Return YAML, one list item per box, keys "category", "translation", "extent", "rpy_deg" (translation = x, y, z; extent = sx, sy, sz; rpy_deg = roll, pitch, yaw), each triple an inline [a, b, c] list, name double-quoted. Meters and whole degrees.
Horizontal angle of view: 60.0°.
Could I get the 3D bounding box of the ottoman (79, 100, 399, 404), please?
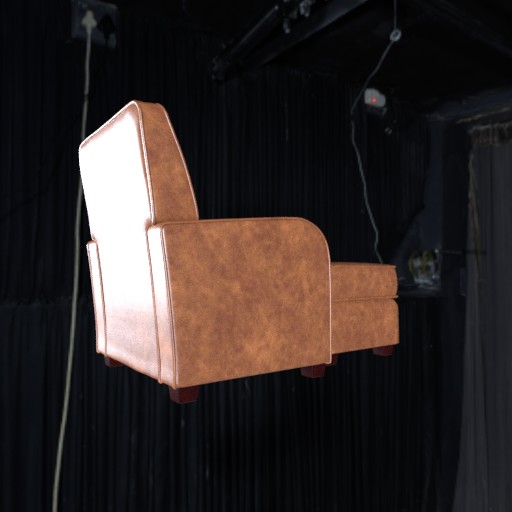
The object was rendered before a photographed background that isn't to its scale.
- category: "ottoman"
  translation: [0.000, 0.000, 1.886]
  extent: [1.314, 0.904, 0.732]
  rpy_deg: [1, -2, -36]
